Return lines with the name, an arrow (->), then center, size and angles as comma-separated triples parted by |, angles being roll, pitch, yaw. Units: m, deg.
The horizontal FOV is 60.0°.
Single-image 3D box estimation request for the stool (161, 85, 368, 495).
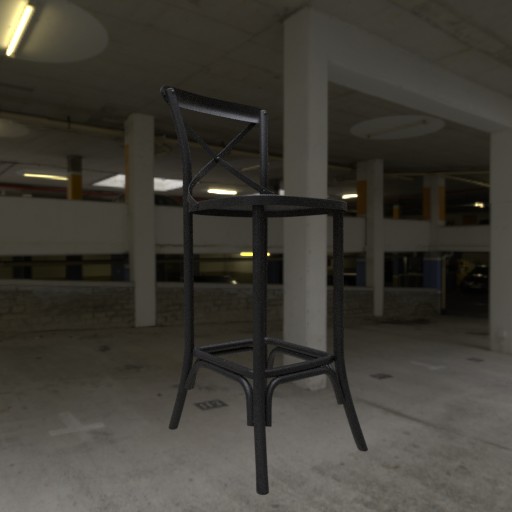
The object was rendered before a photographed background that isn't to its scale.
stool -> 0.000, 0.000, 1.433 | 0.457, 1.168, 0.584 | -1, 1, -37
